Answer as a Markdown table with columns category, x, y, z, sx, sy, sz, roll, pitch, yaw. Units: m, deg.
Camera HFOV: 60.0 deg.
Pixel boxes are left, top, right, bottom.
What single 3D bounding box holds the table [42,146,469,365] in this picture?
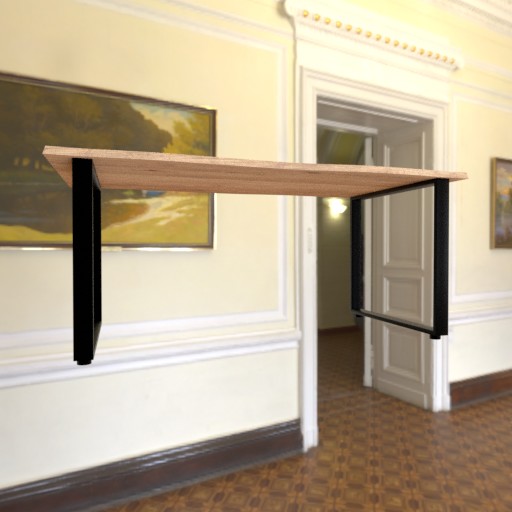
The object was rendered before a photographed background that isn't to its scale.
| category | x | y | z | sx | sy | sz | roll | pitch | yaw |
| --- | --- | --- | --- | --- | --- | --- | --- | --- | --- |
| table | 0.000 | 0.000 | 2.211 | 1.800 | 0.780 | 0.900 | 0 | 1 | -17 |
